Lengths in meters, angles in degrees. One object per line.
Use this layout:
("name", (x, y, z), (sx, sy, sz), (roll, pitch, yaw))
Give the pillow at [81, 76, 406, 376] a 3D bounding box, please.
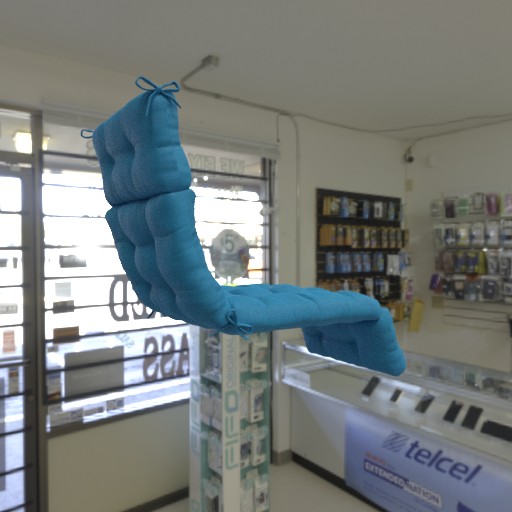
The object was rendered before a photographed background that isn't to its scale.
("pillow", (0.000, 0.000, 1.501), (1.016, 0.863, 0.526), (-1, 1, -35))
